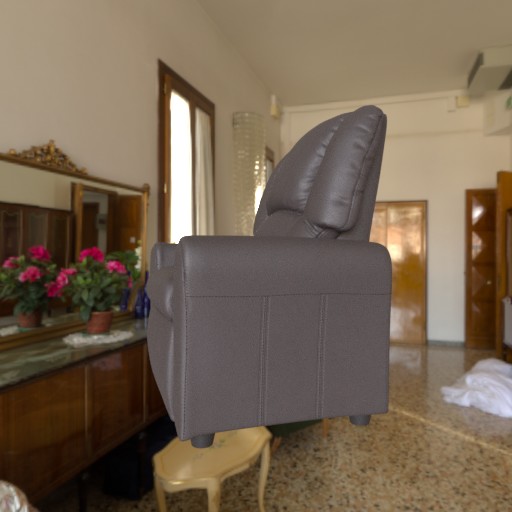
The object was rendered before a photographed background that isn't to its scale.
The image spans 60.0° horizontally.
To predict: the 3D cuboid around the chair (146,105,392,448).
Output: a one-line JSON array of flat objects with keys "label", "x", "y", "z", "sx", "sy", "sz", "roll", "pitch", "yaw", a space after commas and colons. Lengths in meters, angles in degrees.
[{"label": "chair", "x": 0.000, "y": 0.000, "z": 1.123, "sx": 0.521, "sy": 0.709, "sz": 0.610, "roll": 0, "pitch": 0, "yaw": -18}]
